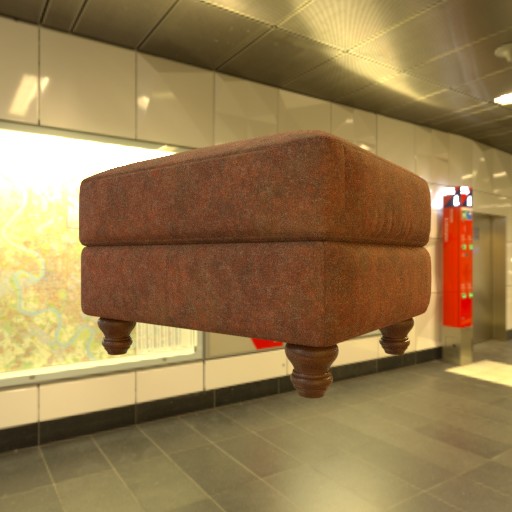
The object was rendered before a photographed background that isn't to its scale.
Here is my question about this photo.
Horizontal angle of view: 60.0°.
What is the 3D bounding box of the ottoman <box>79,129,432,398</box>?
[{"bbox_3d":[0.000,0.000,1.160,0.787,0.508,0.635,0,0,37],"label":"ottoman"}]
